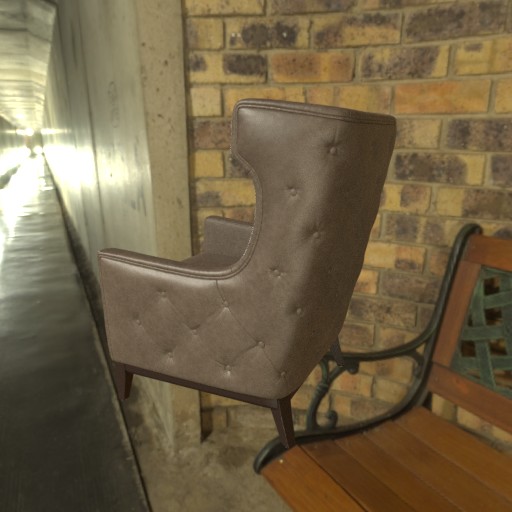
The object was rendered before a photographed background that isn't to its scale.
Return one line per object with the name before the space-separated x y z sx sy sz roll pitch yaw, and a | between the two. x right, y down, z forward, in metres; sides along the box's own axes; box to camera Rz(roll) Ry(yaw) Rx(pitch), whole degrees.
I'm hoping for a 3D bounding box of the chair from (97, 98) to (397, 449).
chair | 0.000 0.000 1.675 0.899 1.079 0.769 8 18 26
